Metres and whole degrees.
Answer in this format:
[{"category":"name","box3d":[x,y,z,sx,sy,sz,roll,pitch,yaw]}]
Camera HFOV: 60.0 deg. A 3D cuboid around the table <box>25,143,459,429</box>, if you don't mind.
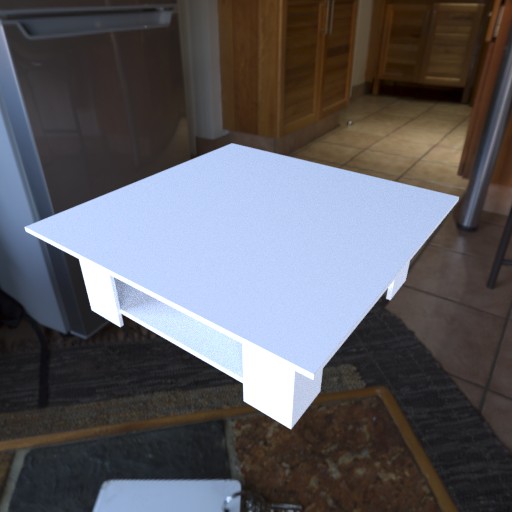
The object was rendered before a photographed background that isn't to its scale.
[{"category":"table","box3d":[0.000,0.000,1.353,0.890,0.305,0.890,21,38,30]}]
